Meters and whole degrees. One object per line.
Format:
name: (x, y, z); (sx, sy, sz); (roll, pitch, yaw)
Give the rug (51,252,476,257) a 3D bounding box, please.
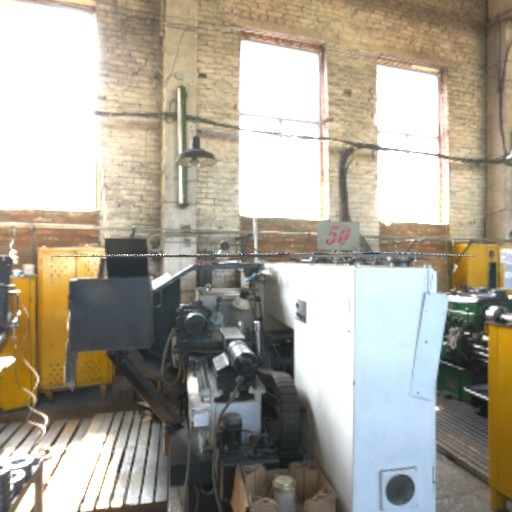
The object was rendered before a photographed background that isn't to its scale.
rug: (0.000, 0.000, 2.992); (2.439, 0.008, 1.531); (0, -1, 36)
